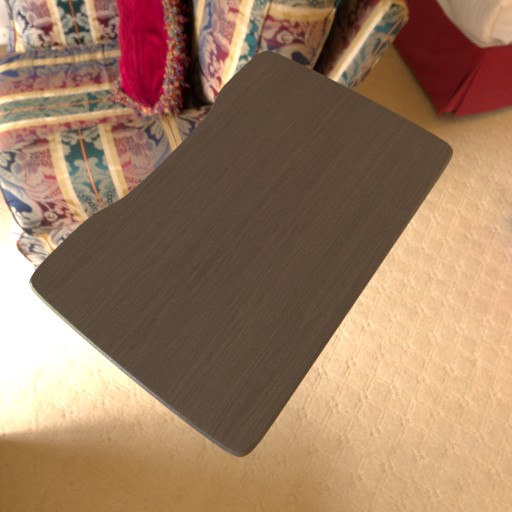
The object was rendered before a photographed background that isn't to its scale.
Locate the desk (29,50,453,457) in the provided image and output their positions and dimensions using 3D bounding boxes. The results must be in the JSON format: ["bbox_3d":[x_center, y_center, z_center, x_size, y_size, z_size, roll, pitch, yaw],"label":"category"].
[{"bbox_3d":[0.000,0.000,1.138,0.546,0.470,0.820,34,70,14],"label":"desk"}]
